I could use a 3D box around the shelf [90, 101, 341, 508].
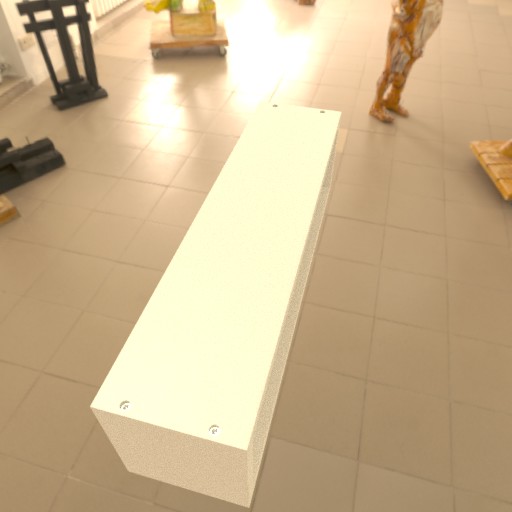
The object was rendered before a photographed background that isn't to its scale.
[{"bbox_3d":[0.000,0.000,0.658,0.150,0.170,0.610,11,47,11],"label":"shelf"}]
